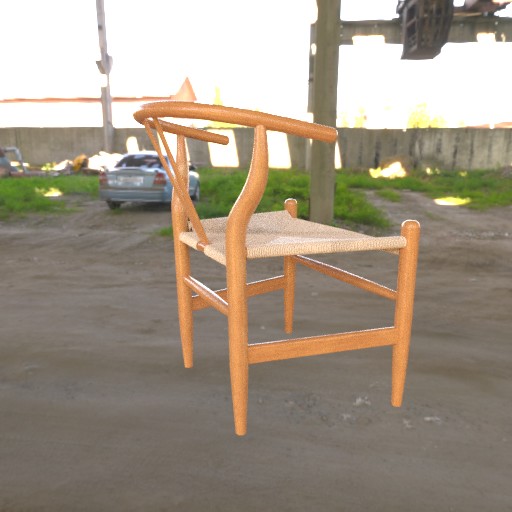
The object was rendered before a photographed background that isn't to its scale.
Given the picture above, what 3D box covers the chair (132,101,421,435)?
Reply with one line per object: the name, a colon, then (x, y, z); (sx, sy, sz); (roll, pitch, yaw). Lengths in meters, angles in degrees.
chair: (0.000, 0.000, 1.158); (0.579, 0.730, 0.569); (-7, 15, -27)
